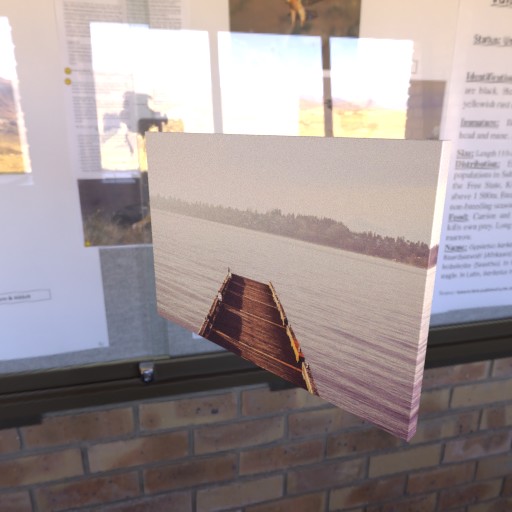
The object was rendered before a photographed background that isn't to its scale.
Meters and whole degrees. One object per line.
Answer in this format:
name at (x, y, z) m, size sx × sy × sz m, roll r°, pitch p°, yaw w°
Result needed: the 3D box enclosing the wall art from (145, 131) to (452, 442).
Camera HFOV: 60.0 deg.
wall art at (0.000, 0.000, 1.151) m, size 0.916 × 0.609 × 0.037 m, roll 16°, pitch 23°, yaw 42°
